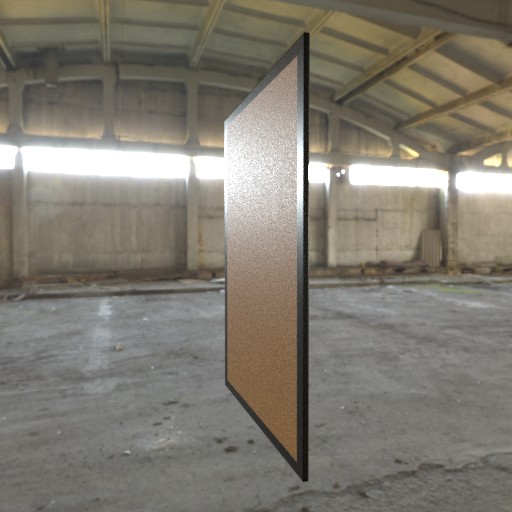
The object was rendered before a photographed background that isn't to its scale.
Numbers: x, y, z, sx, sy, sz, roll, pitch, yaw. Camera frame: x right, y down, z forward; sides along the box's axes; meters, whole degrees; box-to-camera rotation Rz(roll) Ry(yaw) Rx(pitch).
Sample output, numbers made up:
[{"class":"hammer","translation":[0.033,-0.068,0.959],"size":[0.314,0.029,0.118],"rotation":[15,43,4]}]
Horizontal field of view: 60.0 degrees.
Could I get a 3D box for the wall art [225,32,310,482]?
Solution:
[{"class":"wall art","translation":[0.000,0.000,1.291],"size":[0.013,0.967,0.707],"rotation":[0,1,-18]}]
